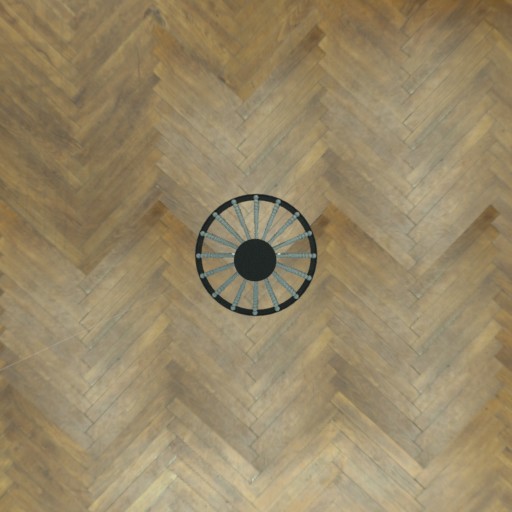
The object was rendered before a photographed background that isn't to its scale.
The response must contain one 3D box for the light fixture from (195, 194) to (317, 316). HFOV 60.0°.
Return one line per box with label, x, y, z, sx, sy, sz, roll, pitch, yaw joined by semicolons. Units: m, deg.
light fixture;0.000;0.000;1.379;0.450;1.133;0.450;0;91;0
